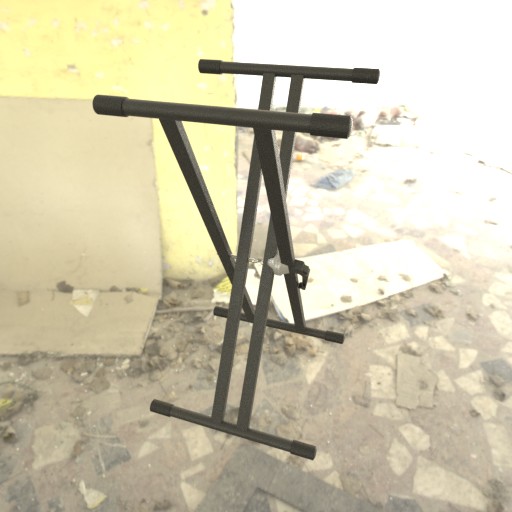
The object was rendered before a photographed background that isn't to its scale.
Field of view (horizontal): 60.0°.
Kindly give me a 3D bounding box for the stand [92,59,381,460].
[{"bbox_3d":[0.000,0.000,1.200,0.495,0.900,0.503,10,33,16],"label":"stand"}]
